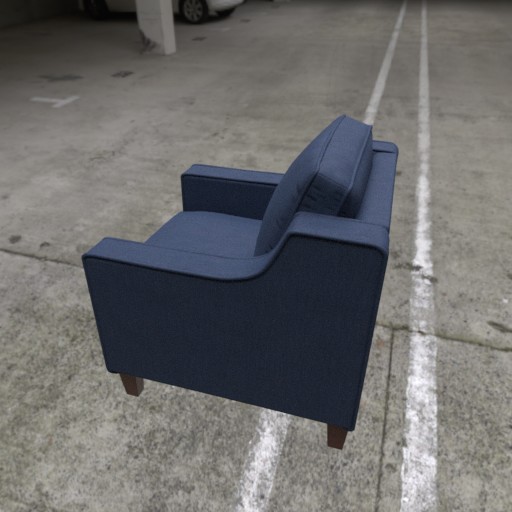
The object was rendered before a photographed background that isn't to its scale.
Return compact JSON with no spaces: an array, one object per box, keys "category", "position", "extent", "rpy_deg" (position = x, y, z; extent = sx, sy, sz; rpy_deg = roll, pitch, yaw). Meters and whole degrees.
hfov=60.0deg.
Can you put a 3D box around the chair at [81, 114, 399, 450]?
[{"category":"chair","position":[0.000,0.000,1.666],"extent":[0.909,0.960,0.831],"rpy_deg":[9,33,14]}]
